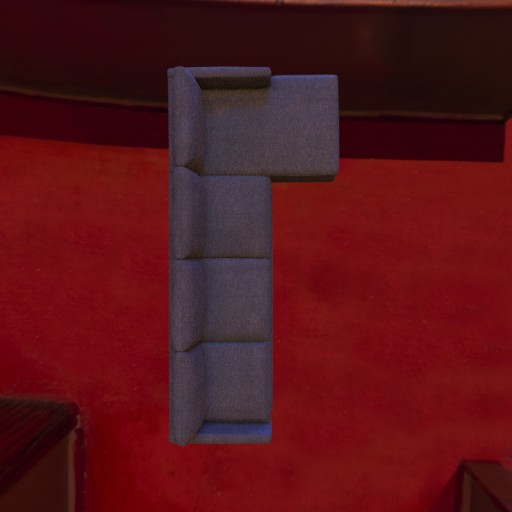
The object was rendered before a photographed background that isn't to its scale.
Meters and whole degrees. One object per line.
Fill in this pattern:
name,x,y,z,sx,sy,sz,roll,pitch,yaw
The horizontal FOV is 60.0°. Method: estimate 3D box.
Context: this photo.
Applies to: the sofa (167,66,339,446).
sofa,0.000,0.000,3.576,1.350,0.810,2.932,0,91,1
